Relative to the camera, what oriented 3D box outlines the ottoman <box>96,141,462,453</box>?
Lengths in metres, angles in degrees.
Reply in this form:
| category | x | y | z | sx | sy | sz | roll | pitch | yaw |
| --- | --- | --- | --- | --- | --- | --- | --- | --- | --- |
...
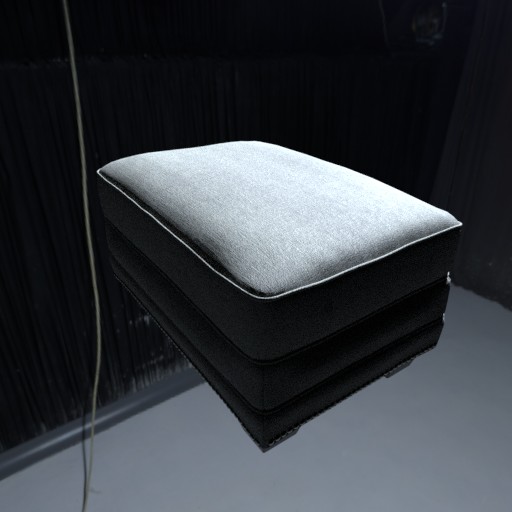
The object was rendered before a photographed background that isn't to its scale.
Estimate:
| category | x | y | z | sx | sy | sz | roll | pitch | yaw |
| --- | --- | --- | --- | --- | --- | --- | --- | --- | --- |
| ottoman | 0.000 | 0.000 | 1.142 | 0.561 | 0.457 | 0.813 | -18 | 32 | -31 |
